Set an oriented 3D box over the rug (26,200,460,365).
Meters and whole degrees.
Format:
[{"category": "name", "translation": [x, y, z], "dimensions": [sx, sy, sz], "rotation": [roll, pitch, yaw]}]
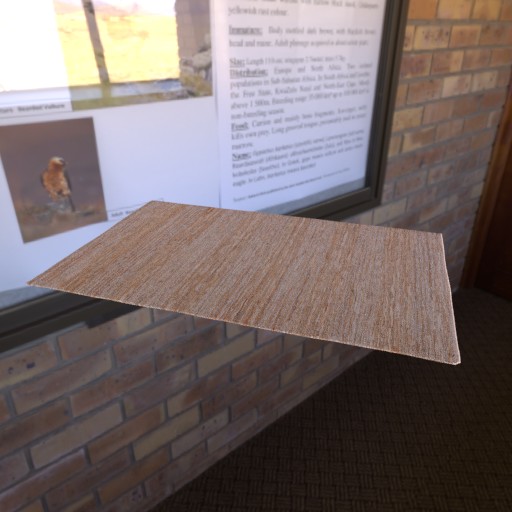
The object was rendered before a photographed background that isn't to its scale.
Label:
[{"category": "rug", "translation": [0.000, 0.000, 2.996], "dimensions": [2.446, 0.009, 1.529], "rotation": [8, 28, 15]}]
